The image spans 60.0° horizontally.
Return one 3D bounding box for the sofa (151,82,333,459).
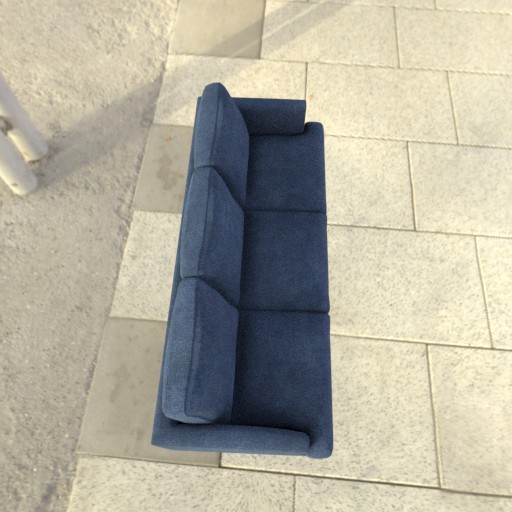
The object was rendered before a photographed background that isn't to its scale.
[{"bbox_3d":[0.000,0.000,2.740,0.903,0.930,2.246,2,64,1],"label":"sofa"}]
